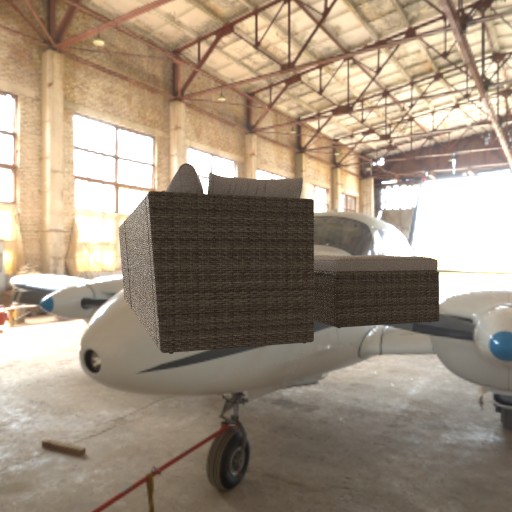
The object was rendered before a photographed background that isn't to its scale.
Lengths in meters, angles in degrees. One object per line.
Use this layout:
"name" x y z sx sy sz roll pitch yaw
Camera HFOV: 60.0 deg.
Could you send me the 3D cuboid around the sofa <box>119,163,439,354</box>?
"sofa" 0.000 0.000 2.977 1.662 0.766 2.192 0 0 -20
